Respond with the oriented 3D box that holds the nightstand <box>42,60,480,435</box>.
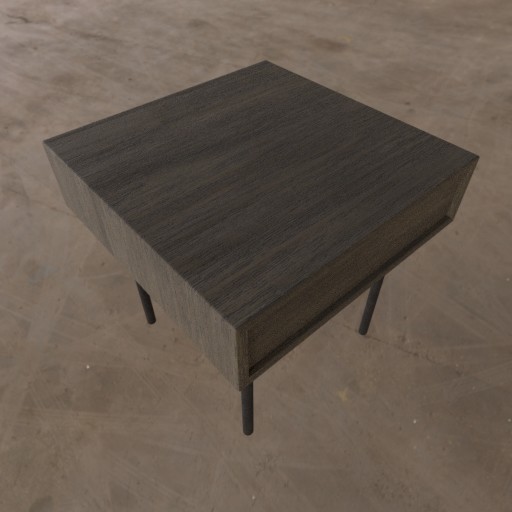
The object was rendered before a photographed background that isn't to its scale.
[{"bbox_3d":[0.000,0.000,0.890,0.502,0.497,0.503,-32,54,-28],"label":"nightstand"}]
